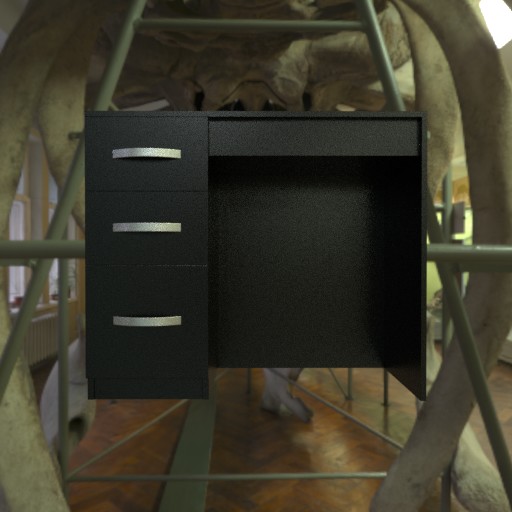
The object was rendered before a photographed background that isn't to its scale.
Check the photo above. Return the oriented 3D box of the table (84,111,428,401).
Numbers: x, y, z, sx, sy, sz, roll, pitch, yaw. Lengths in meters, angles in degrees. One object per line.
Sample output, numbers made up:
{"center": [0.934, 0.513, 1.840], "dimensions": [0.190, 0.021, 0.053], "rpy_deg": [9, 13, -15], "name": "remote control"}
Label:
{"center": [0.000, 0.000, 1.369], "dimensions": [0.930, 0.790, 0.380], "rpy_deg": [0, 1, 0], "name": "table"}
